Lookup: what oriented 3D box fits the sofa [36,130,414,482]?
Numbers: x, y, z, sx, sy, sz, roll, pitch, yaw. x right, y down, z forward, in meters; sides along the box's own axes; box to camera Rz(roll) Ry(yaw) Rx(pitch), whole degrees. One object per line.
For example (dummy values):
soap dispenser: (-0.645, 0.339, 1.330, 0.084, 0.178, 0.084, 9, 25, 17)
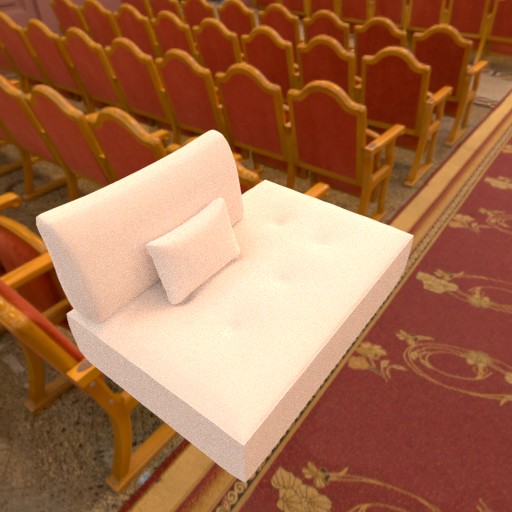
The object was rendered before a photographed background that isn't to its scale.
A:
sofa: (0.000, 0.000, 2.066, 1.000, 0.820, 1.450, 26, 46, 28)
